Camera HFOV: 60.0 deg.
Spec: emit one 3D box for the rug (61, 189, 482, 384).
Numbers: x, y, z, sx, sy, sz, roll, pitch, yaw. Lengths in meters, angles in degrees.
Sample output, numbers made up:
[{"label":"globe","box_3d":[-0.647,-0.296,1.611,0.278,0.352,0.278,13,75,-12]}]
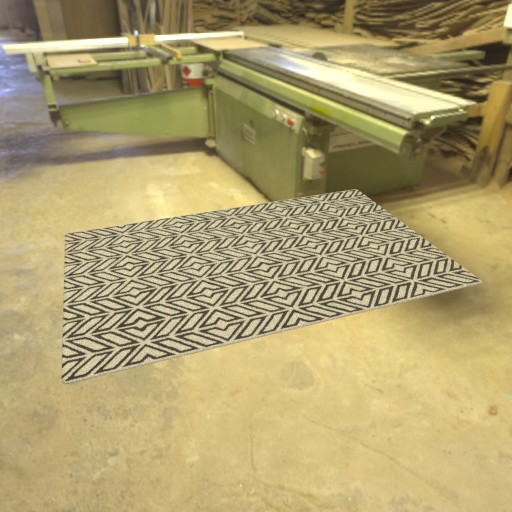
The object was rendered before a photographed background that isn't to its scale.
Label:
[{"label":"rug","box_3d":[0.000,0.000,2.994,2.438,0.008,1.523,-11,33,-16]}]
